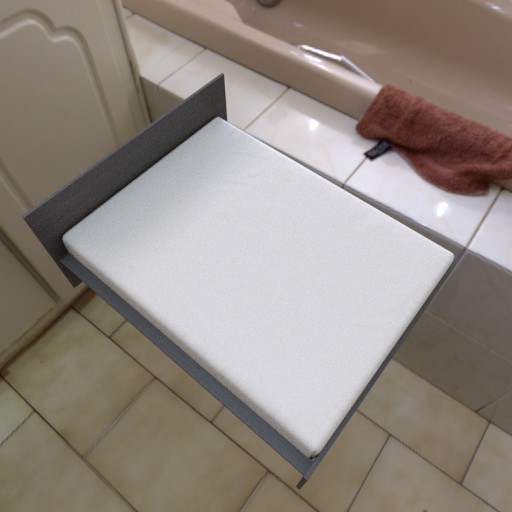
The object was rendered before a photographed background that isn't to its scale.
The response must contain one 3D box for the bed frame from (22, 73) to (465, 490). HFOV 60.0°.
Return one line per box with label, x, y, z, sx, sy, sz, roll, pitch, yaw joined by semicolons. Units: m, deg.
bed frame;0.000;0.000;2.739;1.960;0.800;1.622;35;64;20
